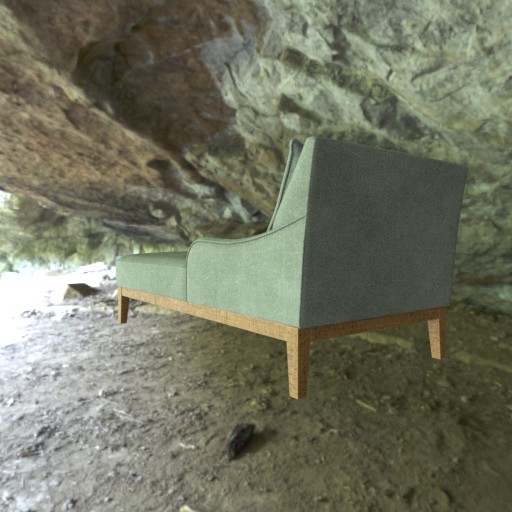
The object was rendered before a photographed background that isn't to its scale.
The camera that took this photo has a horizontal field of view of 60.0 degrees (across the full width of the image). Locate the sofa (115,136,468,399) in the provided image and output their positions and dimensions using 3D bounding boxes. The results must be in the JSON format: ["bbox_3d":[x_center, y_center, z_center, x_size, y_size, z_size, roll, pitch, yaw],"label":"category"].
[{"bbox_3d":[0.000,0.000,2.301,0.894,0.859,1.779,-1,2,-36],"label":"sofa"}]
